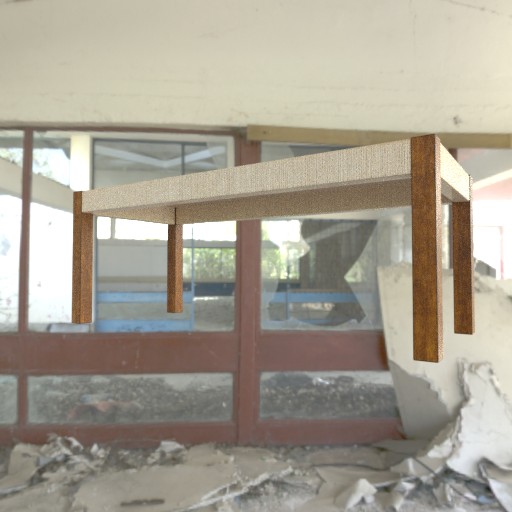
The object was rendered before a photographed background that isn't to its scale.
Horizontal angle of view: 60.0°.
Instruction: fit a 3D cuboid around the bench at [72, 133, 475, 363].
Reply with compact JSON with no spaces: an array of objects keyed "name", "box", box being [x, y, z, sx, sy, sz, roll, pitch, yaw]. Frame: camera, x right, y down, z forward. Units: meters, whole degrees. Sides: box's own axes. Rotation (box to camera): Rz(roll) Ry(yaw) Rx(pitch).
[{"name":"bench","box":[0.000,0.000,1.422,1.198,0.457,0.507,-1,-2,34]}]
